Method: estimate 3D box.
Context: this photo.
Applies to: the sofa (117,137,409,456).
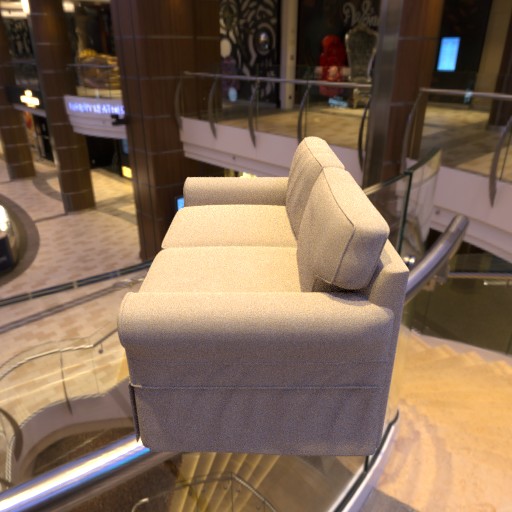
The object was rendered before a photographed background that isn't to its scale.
[{"bbox_3d":[0.000,0.000,2.278,0.991,0.940,1.727,0,25,0],"label":"sofa"}]
